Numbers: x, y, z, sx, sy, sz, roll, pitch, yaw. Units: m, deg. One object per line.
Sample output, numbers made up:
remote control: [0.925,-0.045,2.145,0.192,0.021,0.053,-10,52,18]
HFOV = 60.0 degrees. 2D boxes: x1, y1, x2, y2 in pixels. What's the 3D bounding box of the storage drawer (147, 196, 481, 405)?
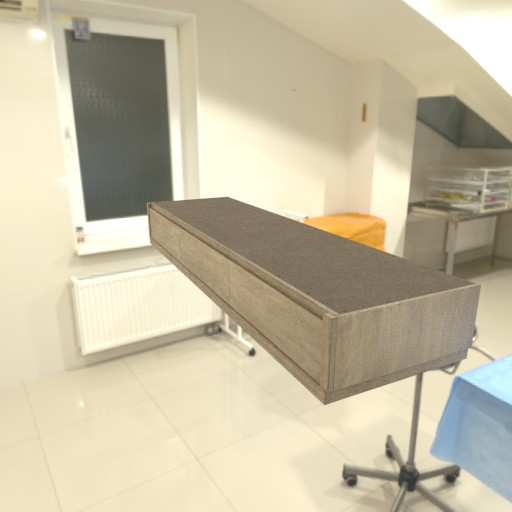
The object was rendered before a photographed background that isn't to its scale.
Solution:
storage drawer: [0.000,0.000,2.234,0.591,0.274,2.072,-8,18,-26]
